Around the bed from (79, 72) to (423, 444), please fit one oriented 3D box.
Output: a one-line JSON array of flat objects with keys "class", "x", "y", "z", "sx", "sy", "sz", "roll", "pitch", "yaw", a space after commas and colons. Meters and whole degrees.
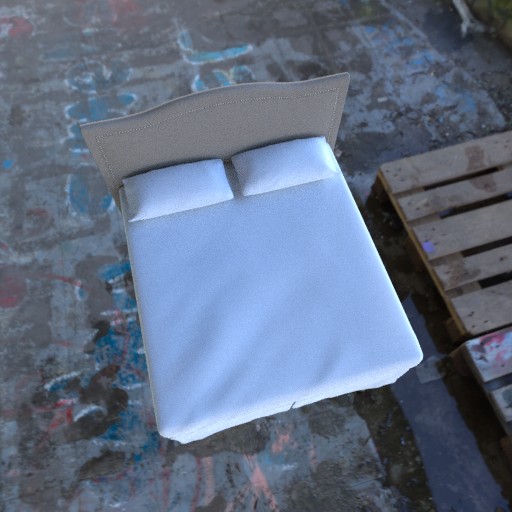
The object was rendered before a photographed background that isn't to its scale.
[{"class": "bed", "x": 0.000, "y": 0.000, "z": 3.409, "sx": 2.083, "sy": 1.421, "sz": 2.182, "roll": -14, "pitch": 64, "yaw": -7}]
